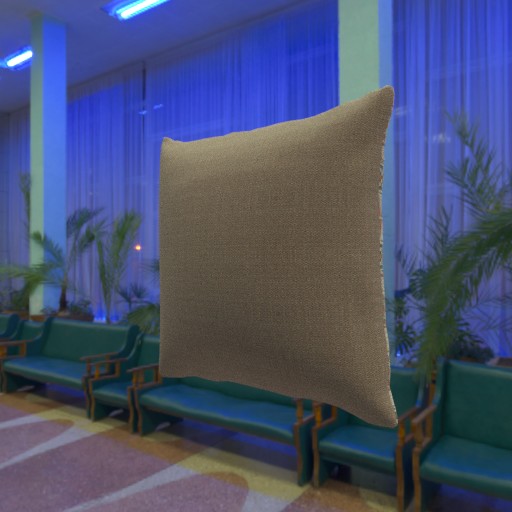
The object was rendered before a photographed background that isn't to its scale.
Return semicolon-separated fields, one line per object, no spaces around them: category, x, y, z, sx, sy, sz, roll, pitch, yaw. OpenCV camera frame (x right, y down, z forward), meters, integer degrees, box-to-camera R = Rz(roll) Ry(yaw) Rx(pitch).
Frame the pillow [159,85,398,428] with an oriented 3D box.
pillow;0.000;0.000;0.813;0.521;0.519;0.215;-1;-1;37
